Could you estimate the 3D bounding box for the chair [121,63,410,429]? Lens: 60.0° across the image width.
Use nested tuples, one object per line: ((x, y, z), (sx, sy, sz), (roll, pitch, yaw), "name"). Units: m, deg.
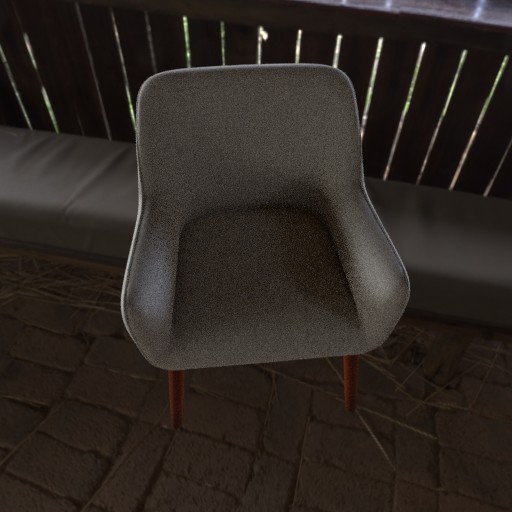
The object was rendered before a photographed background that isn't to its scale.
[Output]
((0.000, 0.000, 1.222), (0.610, 0.813, 0.610), (-4, 47, -4), "chair")
